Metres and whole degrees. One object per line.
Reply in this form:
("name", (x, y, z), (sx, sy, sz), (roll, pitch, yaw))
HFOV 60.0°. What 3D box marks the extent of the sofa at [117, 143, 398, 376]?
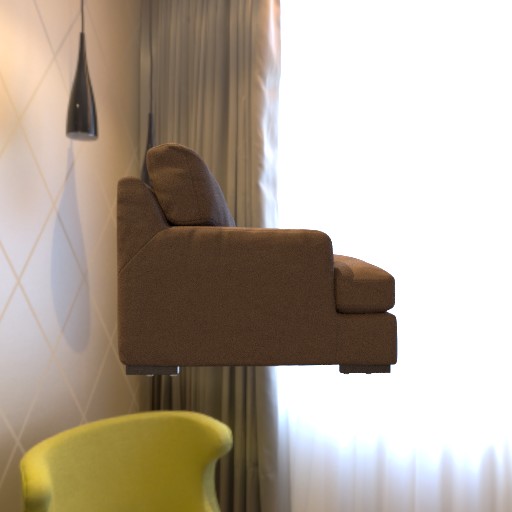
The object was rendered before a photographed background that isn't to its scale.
("sofa", (0.000, 0.000, 2.857), (1.140, 0.950, 2.274), (0, 0, -1))
